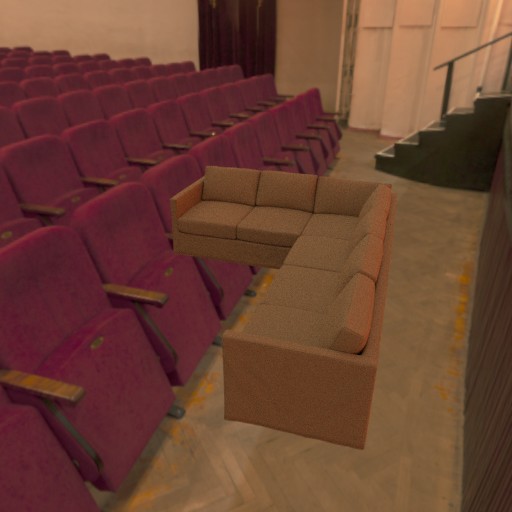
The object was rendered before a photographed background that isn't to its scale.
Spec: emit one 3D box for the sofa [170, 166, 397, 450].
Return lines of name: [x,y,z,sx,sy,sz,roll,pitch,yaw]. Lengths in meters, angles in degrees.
sofa: [0.000,0.000,4.218,2.432,0.871,3.182,8,28,16]
